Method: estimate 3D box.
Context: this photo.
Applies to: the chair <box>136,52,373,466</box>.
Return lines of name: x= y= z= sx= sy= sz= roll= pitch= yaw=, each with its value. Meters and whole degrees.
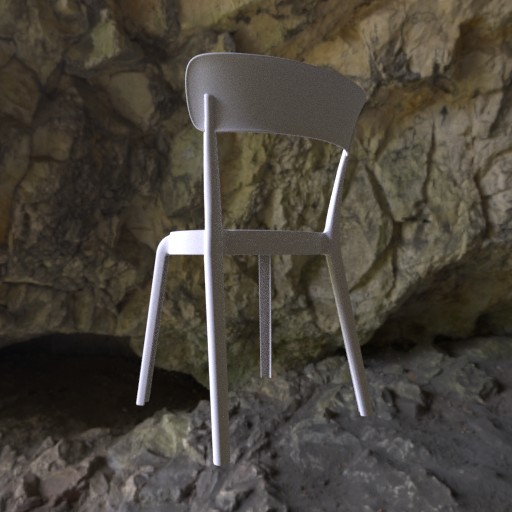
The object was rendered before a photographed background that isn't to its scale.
chair: x=0.000 y=0.000 z=1.121 sx=0.506 sy=0.790 sz=0.491 roll=-1 pitch=1 yaw=-36
